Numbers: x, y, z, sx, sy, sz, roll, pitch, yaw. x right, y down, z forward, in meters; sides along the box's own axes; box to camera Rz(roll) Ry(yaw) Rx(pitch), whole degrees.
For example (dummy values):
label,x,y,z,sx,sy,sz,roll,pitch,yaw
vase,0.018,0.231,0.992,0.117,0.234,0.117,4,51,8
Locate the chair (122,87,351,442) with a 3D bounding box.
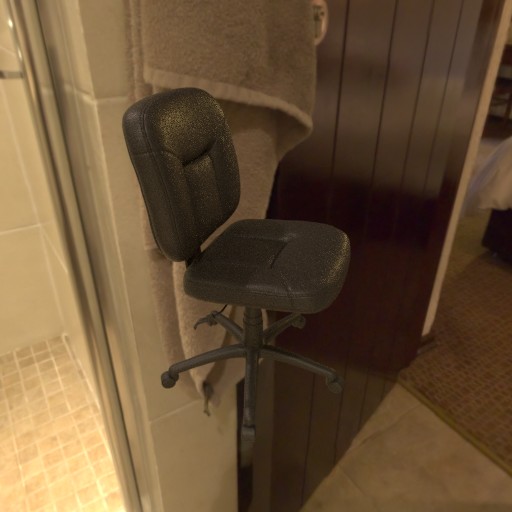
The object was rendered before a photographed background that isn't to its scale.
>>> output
label,x,y,z,sx,sy,sz,roll,pitch,yaw
chair,0.000,0.000,1.406,0.646,0.959,0.647,10,31,17
